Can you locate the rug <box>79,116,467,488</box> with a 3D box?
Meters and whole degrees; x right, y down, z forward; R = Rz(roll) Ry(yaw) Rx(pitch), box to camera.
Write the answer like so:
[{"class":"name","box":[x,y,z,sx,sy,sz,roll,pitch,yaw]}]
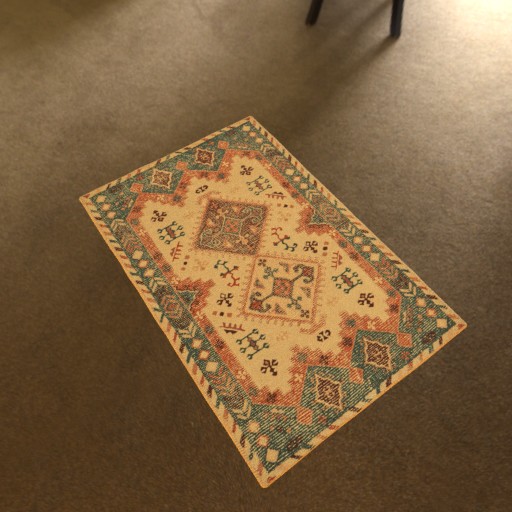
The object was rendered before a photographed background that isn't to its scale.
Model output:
[{"class":"rug","box":[0.000,0.000,2.355,1.225,0.015,1.840,-31,63,-18]}]
